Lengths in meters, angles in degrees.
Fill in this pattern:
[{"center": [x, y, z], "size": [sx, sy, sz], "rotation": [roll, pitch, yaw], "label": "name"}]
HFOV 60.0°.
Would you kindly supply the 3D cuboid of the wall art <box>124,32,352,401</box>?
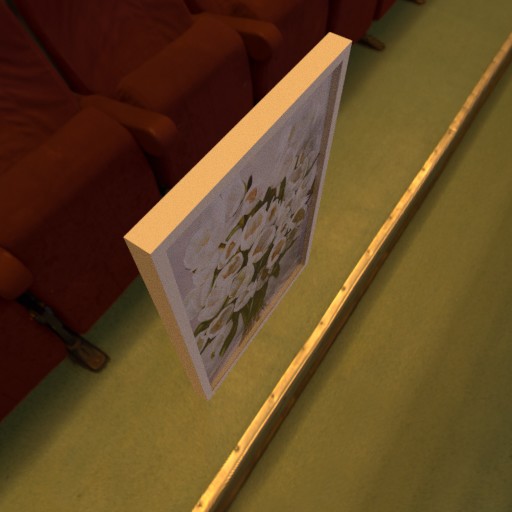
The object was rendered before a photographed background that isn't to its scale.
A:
[{"center": [0.000, 0.000, 0.553], "size": [0.025, 0.428, 0.293], "rotation": [30, 64, 17], "label": "wall art"}]
